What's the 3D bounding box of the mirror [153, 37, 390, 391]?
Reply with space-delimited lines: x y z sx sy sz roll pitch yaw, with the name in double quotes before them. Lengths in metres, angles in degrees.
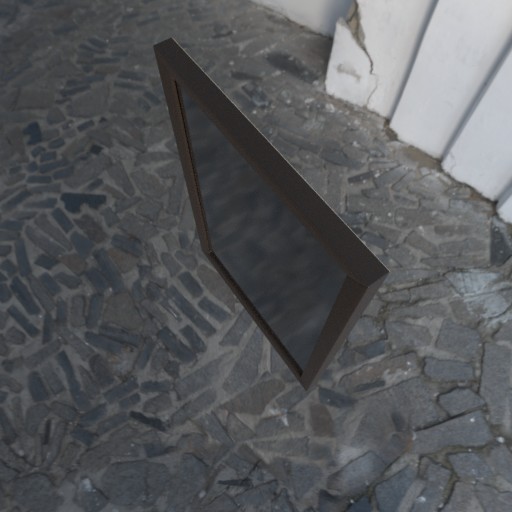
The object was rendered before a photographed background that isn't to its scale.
"mirror" 0.000 0.000 0.932 0.040 0.710 0.507 -33 68 -15
